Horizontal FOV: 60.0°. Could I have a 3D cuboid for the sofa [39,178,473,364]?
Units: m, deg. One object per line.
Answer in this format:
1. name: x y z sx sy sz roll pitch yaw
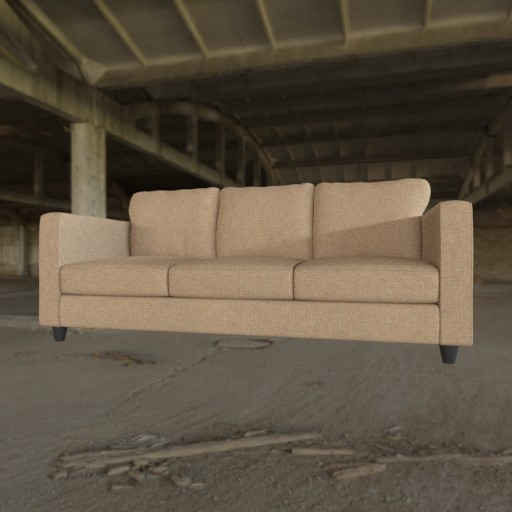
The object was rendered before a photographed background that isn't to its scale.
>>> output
1. sofa: 0.000 0.000 2.260 1.855 0.800 0.930 0 0 15
